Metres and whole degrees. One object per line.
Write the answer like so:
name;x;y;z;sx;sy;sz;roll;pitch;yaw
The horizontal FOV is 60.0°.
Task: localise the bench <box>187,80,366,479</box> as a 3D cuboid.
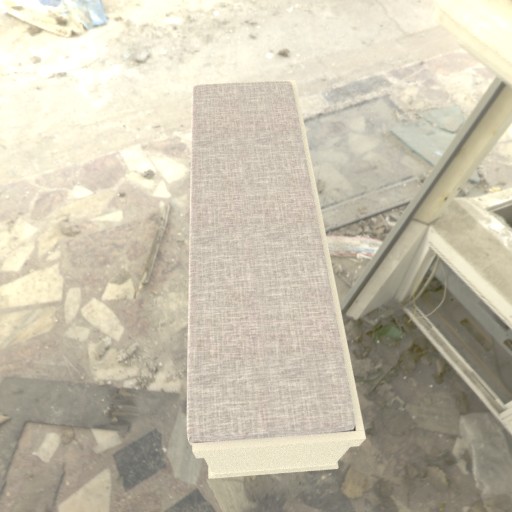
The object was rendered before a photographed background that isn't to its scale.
bench;0.000;0.000;1.393;0.363;0.453;1.196;-3;56;-2
